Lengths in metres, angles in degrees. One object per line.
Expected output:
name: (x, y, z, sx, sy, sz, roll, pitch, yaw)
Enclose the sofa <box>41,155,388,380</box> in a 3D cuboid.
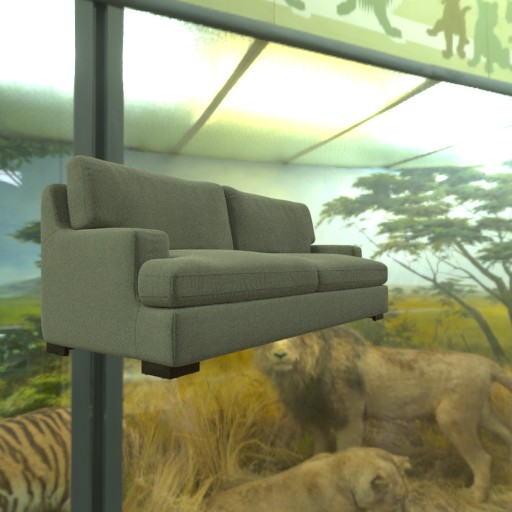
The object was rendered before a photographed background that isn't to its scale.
sofa: (0.000, 0.000, 2.843, 0.962, 0.980, 2.354, -1, -1, 36)
